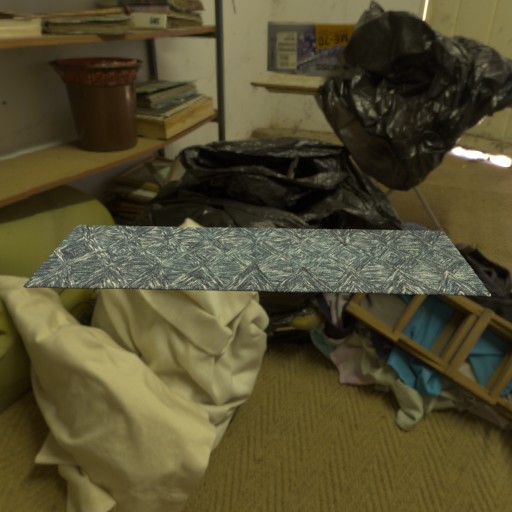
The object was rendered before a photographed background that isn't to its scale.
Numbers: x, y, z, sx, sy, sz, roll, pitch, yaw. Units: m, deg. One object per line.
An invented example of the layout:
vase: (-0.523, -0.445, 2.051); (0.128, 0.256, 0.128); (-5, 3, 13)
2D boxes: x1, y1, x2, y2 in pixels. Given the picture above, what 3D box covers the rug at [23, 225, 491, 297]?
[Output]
rug: (0.000, 0.000, 2.477); (2.306, 0.013, 0.719); (1, 30, 2)
